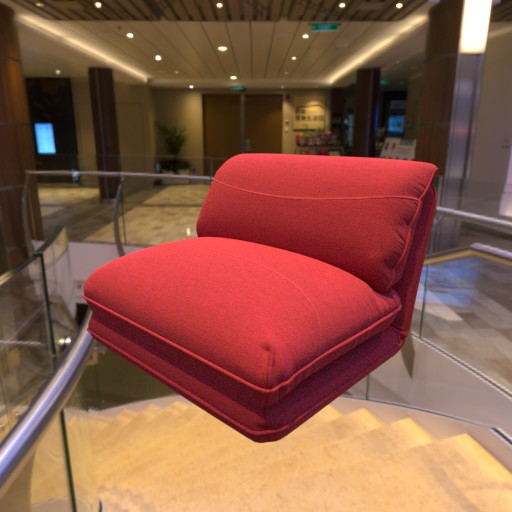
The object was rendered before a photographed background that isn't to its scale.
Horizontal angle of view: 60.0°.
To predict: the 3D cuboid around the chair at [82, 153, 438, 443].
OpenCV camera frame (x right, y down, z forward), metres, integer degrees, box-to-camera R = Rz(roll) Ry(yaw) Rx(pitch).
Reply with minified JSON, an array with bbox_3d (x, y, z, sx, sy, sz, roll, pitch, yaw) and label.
[{"bbox_3d":[0.000,0.000,1.349,0.820,0.580,0.780,14,21,42],"label":"chair"}]
